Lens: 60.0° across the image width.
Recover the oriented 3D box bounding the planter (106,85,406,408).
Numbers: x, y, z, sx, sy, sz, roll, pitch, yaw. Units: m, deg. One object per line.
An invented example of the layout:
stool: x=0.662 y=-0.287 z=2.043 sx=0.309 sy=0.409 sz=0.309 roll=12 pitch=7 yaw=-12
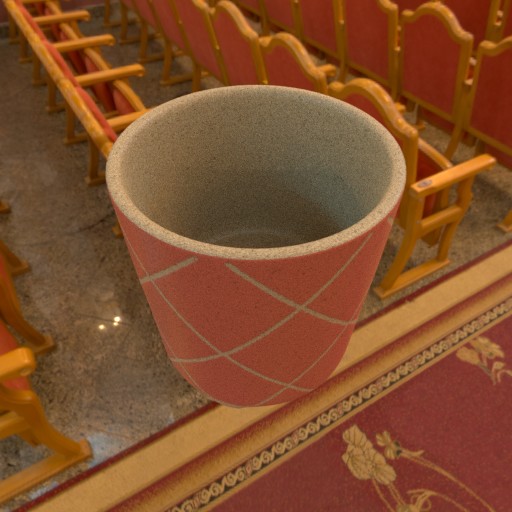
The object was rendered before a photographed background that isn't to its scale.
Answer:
planter: x=0.000 y=0.000 z=0.427 sx=0.227 sy=0.235 sz=0.227 roll=0 pitch=47 yaw=0
